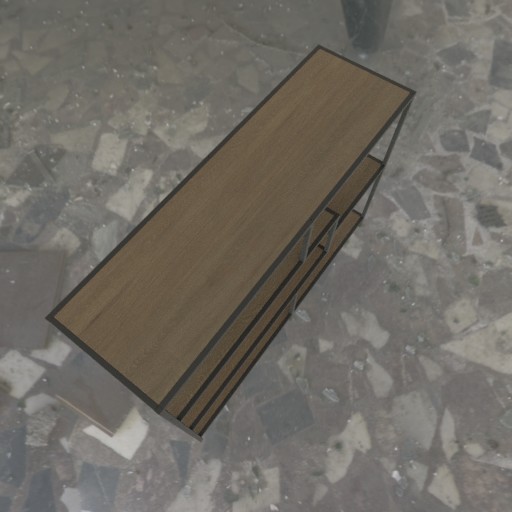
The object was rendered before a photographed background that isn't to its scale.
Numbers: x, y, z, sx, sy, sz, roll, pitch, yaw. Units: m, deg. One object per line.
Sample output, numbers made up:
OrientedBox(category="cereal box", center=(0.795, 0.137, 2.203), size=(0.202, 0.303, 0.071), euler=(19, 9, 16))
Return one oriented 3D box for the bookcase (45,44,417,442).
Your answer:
OrientedBox(category="bookcase", center=(0.000, 0.000, 1.512), size=(0.350, 0.780, 1.140), euler=(34, 68, 16))
